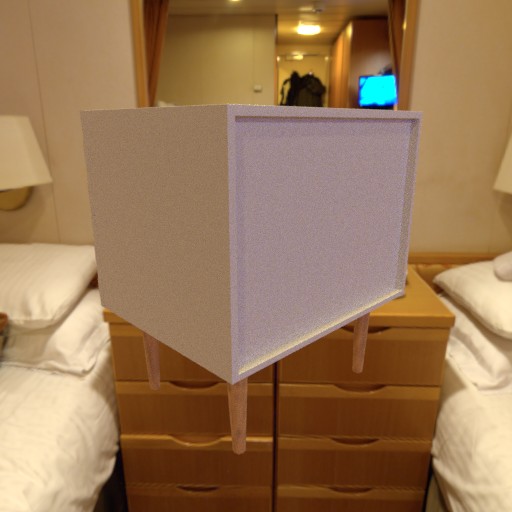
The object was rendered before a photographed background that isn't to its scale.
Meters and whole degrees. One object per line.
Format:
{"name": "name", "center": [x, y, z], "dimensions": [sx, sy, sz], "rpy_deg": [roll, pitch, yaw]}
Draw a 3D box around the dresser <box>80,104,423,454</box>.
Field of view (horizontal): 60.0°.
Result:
{"name": "dresser", "center": [0.000, 0.000, 0.914], "dimensions": [0.503, 0.568, 0.414], "rpy_deg": [-16, 23, -42]}
